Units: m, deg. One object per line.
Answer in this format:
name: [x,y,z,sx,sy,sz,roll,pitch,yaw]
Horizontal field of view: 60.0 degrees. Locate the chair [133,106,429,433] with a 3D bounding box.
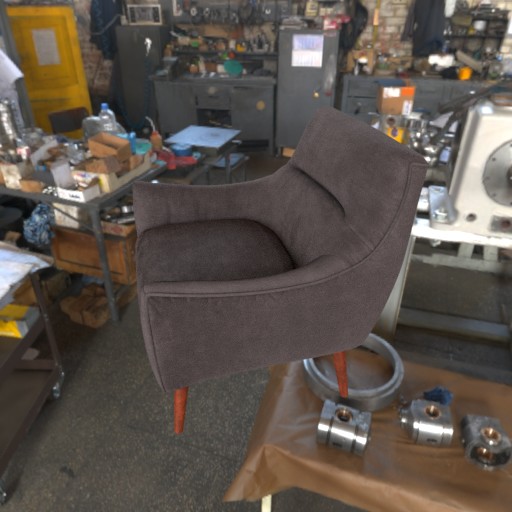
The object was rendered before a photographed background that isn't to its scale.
chair: [0.000,0.000,1.488,0.787,0.838,0.762,-8,31,-13]
